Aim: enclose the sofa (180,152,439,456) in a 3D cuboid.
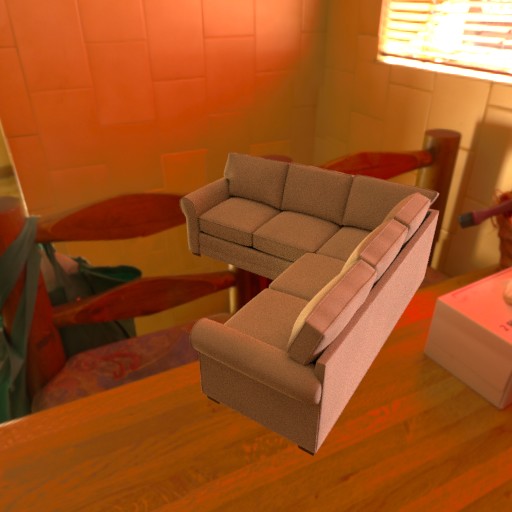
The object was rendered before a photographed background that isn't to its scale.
[{"bbox_3d":[0.000,0.000,4.005,2.487,1.053,2.562,18,35,29],"label":"sofa"}]
